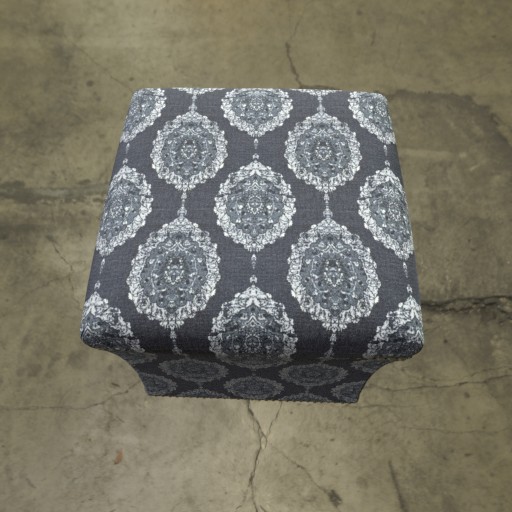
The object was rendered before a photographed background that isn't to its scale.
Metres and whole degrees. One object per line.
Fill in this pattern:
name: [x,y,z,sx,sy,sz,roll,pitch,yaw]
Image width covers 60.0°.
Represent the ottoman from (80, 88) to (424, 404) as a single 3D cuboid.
ottoman: [0.000,0.000,0.892,0.497,0.475,0.507,2,62,1]
